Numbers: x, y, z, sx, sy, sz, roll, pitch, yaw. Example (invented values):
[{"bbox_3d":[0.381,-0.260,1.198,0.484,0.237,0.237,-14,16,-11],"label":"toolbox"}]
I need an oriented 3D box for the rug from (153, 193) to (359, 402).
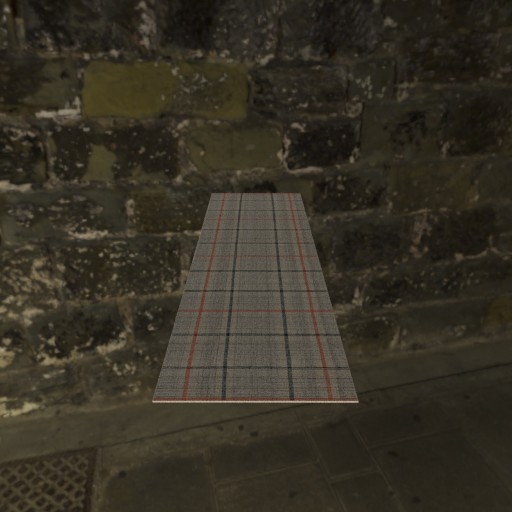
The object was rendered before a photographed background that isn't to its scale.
[{"bbox_3d":[0.000,0.000,2.732,0.762,0.008,2.439,0,26,0],"label":"rug"}]
